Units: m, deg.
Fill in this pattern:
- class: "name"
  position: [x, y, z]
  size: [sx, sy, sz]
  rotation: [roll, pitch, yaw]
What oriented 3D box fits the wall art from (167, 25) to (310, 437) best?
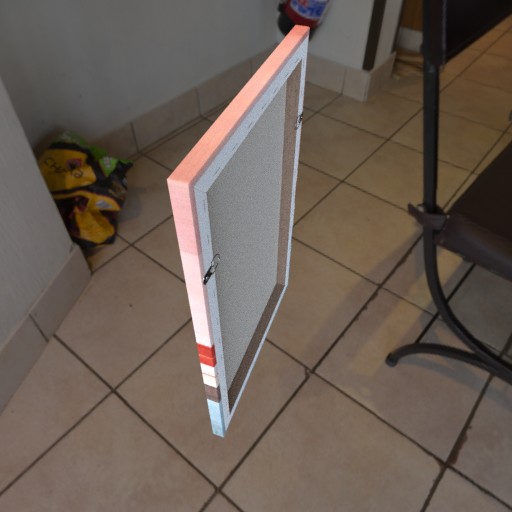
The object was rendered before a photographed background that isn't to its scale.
- class: "wall art"
  position: [0.000, 0.000, 1.143]
  size: [0.038, 0.914, 0.610]
  rotation: [15, 49, 14]
